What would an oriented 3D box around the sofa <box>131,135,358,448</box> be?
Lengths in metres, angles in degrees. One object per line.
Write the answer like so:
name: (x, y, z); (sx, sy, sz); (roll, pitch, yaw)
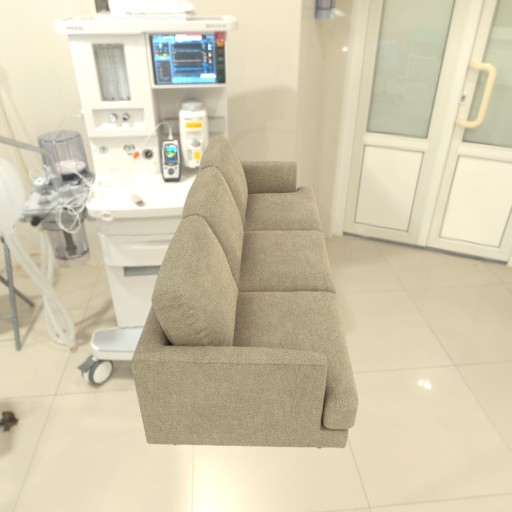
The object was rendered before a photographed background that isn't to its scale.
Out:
sofa: (0.000, 0.000, 2.715); (0.903, 0.930, 2.246); (1, 32, 1)
